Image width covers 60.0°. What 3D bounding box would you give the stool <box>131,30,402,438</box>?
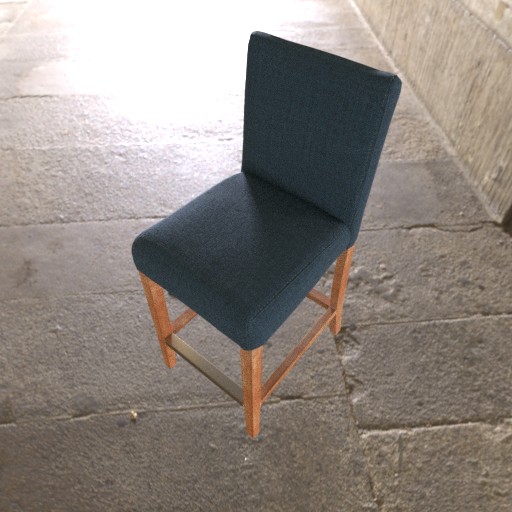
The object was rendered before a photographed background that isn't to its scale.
[{"bbox_3d":[0.000,0.000,1.316,0.454,1.039,0.567,31,54,26],"label":"stool"}]
